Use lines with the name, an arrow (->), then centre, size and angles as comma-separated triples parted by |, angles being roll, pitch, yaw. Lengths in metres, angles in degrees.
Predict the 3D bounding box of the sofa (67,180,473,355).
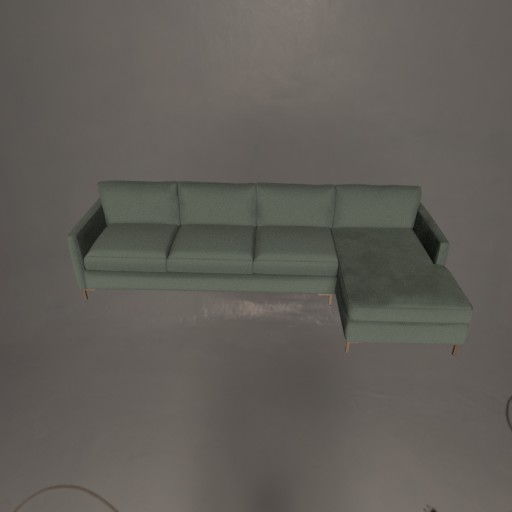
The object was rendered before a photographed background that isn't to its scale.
sofa -> 0.000, 0.000, 3.261 | 2.725, 0.756, 1.255 | 1, 31, 2
